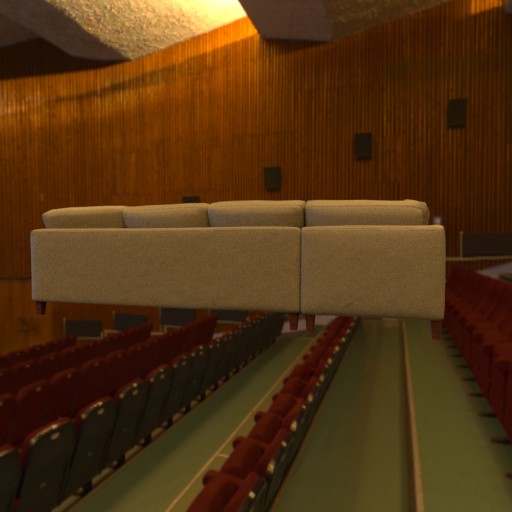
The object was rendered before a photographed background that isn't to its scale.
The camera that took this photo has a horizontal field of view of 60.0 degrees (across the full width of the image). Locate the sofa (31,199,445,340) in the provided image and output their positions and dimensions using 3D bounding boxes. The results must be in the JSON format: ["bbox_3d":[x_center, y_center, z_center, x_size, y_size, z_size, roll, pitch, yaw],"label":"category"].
[{"bbox_3d":[0.000,0.000,4.491,3.301,0.947,2.592,1,2,17],"label":"sofa"}]
